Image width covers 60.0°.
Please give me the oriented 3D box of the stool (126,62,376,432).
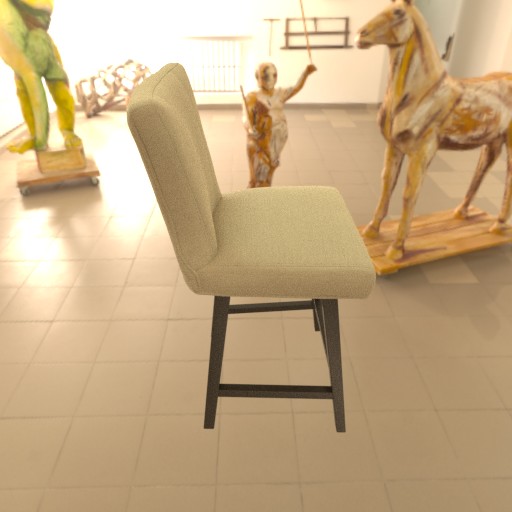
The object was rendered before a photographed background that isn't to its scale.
[{"bbox_3d":[0.000,0.000,1.314,0.574,1.000,0.514,-1,32,-2],"label":"stool"}]
